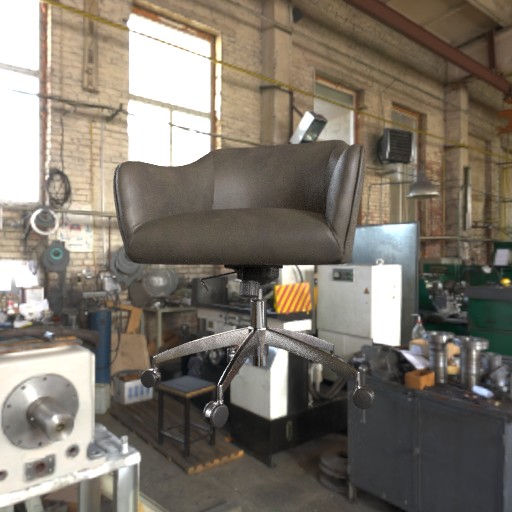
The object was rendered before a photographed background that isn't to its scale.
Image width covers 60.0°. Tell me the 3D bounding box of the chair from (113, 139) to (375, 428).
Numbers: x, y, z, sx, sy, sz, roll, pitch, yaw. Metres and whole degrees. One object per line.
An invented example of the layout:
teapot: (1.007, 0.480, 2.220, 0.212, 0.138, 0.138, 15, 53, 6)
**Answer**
chair: (0.000, 0.000, 1.373, 0.713, 0.827, 0.689, 0, 0, 17)
